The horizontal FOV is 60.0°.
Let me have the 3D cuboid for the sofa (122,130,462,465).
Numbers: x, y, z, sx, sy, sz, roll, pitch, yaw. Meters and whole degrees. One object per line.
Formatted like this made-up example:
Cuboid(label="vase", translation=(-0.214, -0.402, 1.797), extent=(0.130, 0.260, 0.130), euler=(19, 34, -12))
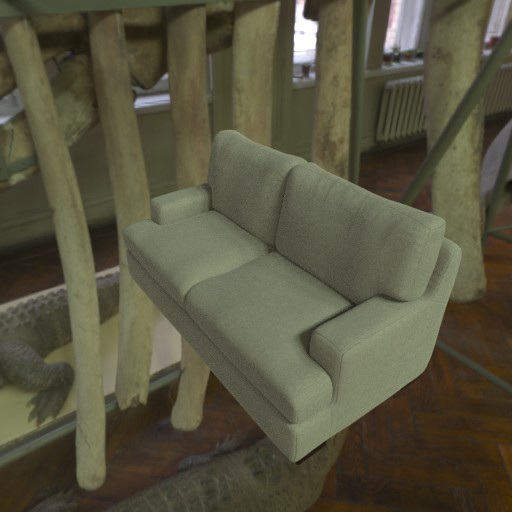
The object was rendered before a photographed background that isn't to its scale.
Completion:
Cuboid(label="sofa", translation=(0.000, 0.000, 2.524), extent=(0.962, 0.980, 1.855), euler=(-21, 38, -30))
